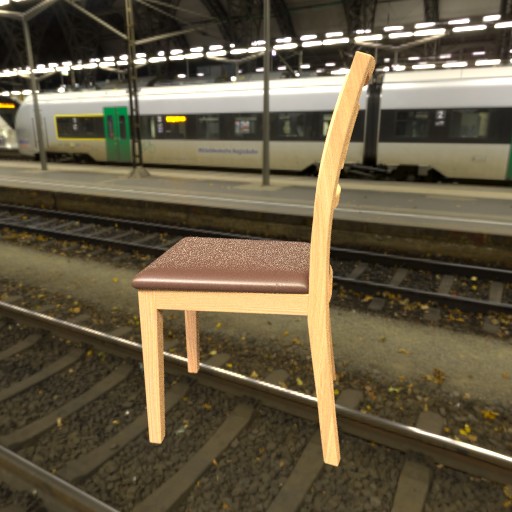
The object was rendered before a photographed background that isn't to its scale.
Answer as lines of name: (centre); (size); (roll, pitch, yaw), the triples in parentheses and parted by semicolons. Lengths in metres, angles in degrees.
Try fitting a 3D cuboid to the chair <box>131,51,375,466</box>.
chair: (0.000, 0.000, 1.189); (0.545, 0.940, 0.420); (2, 16, 8)
